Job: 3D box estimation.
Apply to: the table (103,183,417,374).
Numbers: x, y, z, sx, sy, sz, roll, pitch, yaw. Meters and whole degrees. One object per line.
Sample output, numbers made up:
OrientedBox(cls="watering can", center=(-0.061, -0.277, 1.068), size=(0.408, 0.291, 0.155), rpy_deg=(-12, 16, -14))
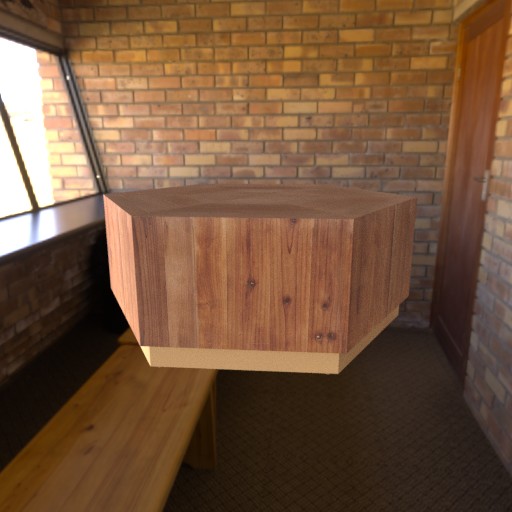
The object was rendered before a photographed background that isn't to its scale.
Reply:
OrientedBox(cls="table", center=(0.000, 0.000, 1.681), size=(1.000, 0.456, 1.154), rpy_deg=(-7, 16, -25))
